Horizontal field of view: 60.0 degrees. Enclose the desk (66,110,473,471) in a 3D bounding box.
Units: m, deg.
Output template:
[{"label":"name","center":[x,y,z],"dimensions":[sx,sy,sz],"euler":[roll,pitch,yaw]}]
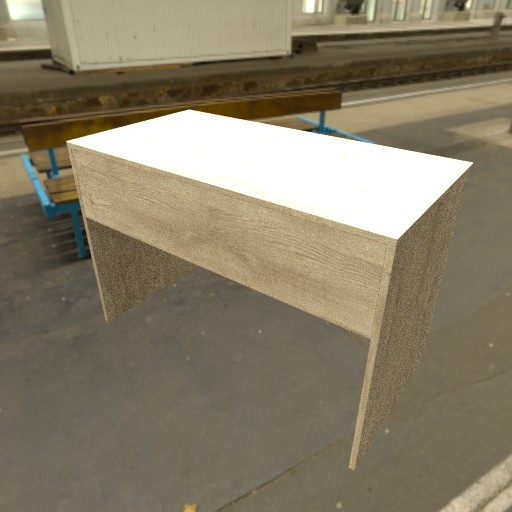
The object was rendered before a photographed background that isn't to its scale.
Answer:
[{"label":"desk","center":[0.000,0.000,1.516],"dimensions":[1.100,0.730,0.560],"euler":[21,36,31]}]
